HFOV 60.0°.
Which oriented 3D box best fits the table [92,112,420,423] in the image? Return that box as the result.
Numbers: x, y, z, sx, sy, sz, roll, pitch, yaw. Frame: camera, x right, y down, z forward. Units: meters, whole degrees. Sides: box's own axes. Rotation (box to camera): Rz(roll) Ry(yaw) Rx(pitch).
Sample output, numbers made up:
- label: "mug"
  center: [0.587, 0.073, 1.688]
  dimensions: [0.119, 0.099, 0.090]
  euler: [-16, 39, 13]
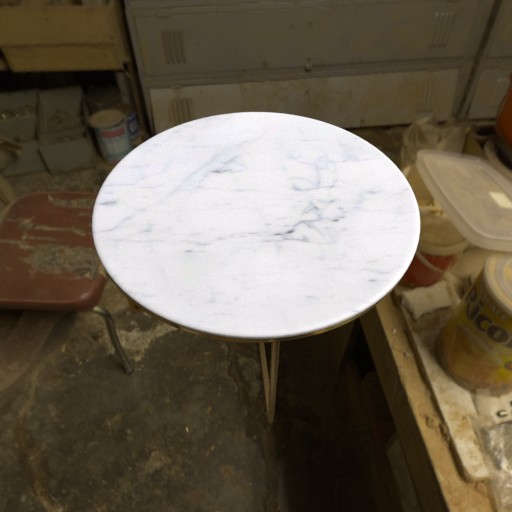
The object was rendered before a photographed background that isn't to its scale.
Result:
- label: "table"
  center: [0.000, 0.000, 1.276]
  dimensions: [0.800, 0.450, 0.800]
  euler: [0, 49, 0]
